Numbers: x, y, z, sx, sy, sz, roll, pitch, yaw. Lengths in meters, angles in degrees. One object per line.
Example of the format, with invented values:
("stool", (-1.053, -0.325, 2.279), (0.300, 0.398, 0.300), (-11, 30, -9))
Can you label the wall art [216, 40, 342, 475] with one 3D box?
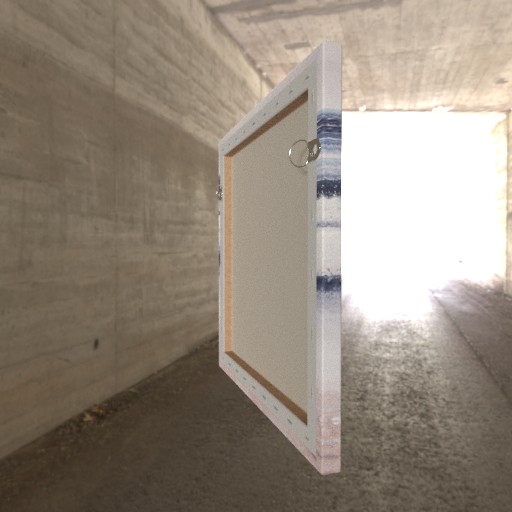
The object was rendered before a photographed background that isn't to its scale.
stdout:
("wall art", (0.000, 0.000, 1.117), (0.065, 0.747, 0.755), (0, 1, -18))
